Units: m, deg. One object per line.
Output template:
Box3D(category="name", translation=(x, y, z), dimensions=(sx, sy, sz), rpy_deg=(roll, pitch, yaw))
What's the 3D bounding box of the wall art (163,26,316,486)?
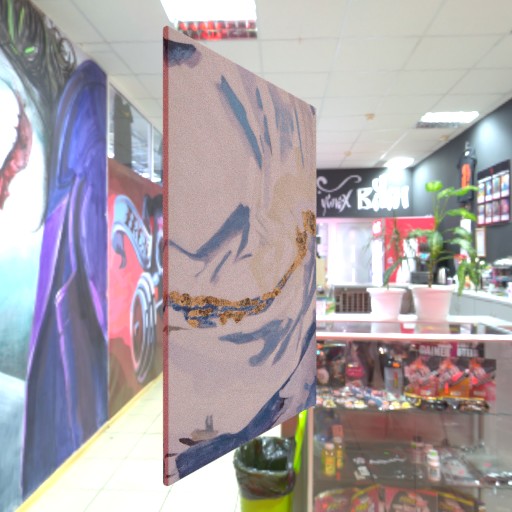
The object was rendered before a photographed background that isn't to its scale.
Box3D(category="wall art", translation=(0.000, 0.000, 1.124), dimensions=(0.016, 0.914, 0.610), rpy_deg=(0, 0, 36))
